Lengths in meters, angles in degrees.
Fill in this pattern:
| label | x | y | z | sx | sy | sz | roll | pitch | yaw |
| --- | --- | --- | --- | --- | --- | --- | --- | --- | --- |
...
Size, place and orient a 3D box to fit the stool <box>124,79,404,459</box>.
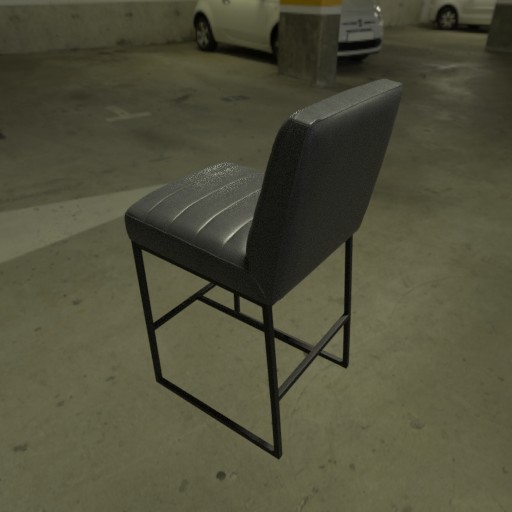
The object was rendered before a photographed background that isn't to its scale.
| label | x | y | z | sx | sy | sz | roll | pitch | yaw |
| --- | --- | --- | --- | --- | --- | --- | --- | --- | --- |
| stool | 0.000 | 0.000 | 1.249 | 0.552 | 0.938 | 0.457 | 21 | 37 | 30 |
